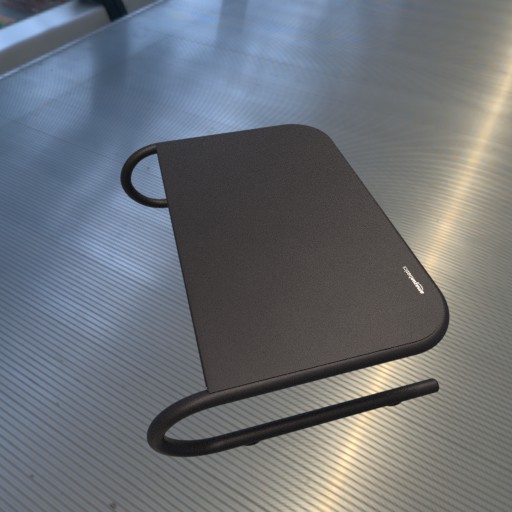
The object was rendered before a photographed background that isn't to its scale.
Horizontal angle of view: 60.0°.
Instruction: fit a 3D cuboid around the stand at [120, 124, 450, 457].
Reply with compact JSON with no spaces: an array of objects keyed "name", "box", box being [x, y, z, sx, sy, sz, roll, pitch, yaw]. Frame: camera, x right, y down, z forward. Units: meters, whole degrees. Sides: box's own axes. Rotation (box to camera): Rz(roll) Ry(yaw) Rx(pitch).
[{"name":"stand","box":[0.000,0.000,0.504,0.280,0.108,0.370,-11,47,-10]}]
